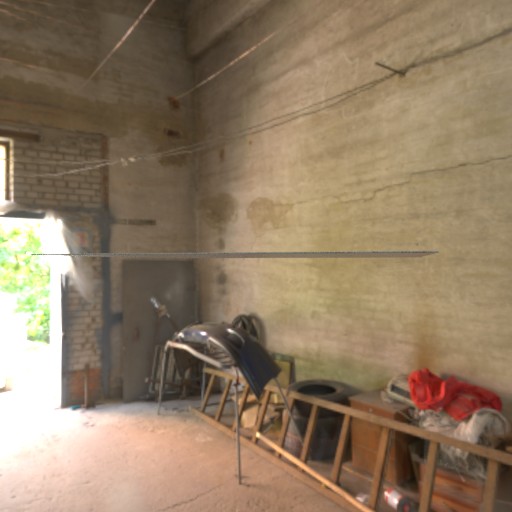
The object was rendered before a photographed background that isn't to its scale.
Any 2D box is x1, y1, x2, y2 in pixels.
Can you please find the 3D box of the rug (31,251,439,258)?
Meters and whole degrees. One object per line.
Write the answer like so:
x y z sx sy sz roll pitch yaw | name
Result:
0.000 0.000 4.265 3.072 0.011 2.451 0 -1 18 | rug
